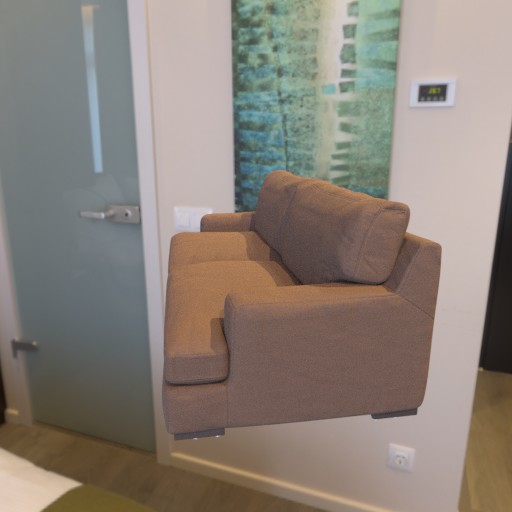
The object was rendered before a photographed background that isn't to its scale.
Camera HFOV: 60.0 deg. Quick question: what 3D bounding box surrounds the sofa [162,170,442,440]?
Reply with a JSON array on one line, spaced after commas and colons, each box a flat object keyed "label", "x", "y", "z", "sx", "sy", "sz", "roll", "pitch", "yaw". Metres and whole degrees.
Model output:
[{"label": "sofa", "x": 0.000, "y": 0.000, "z": 2.803, "sx": 1.140, "sy": 0.950, "sz": 2.274, "roll": -2, "pitch": 15, "yaw": -9}]
